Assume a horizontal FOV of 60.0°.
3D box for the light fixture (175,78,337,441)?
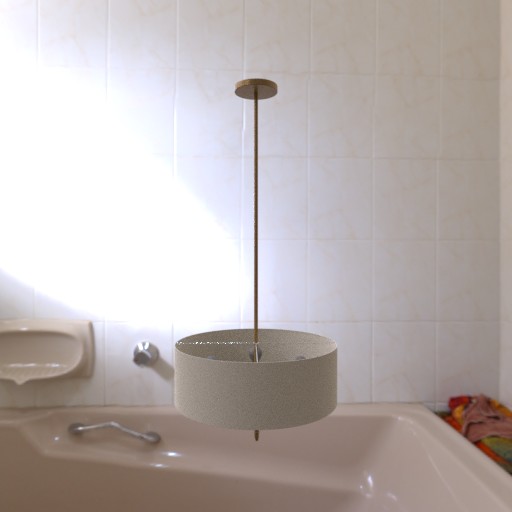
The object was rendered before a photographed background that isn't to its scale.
[{"bbox_3d":[0.000,0.000,1.401,0.508,1.067,0.508,0,1,0],"label":"light fixture"}]
